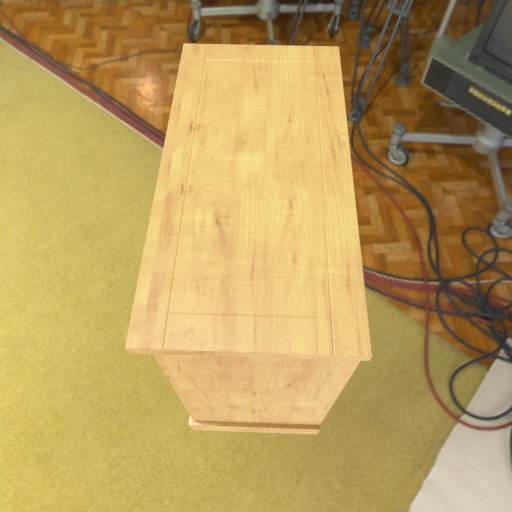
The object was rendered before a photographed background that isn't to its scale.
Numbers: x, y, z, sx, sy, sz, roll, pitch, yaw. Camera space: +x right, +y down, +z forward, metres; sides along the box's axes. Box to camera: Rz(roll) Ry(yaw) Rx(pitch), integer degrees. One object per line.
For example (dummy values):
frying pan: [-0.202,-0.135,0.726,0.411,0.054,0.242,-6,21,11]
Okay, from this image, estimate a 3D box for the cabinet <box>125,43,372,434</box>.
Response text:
cabinet: [0.000,0.000,1.402,0.450,0.840,0.920,2,59,1]
